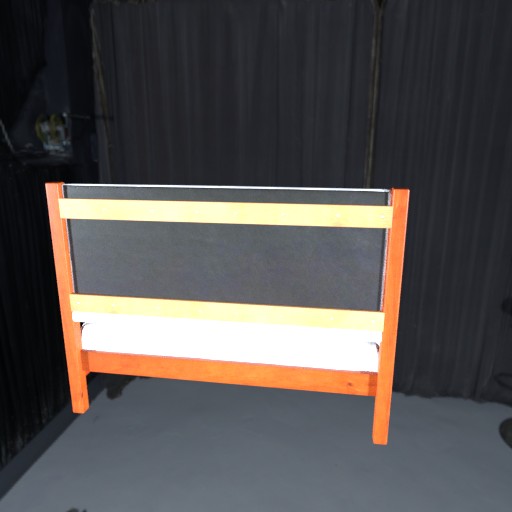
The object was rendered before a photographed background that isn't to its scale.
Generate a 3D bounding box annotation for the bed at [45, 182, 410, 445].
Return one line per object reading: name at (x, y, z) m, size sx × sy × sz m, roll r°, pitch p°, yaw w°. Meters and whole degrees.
bed at (0.000, 0.000, 3.003) m, size 1.566 × 1.165 × 2.117 m, roll 2°, pitch 15°, yaw 9°
